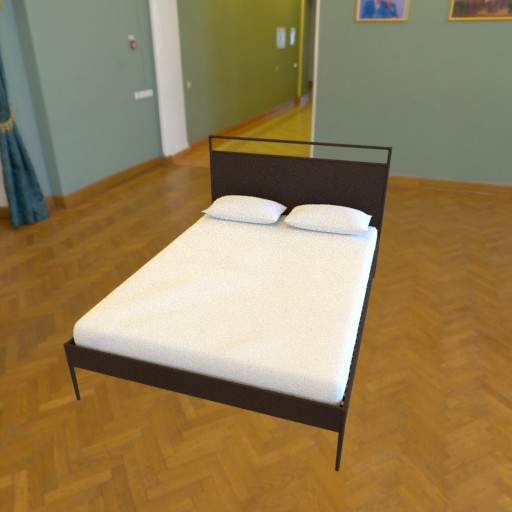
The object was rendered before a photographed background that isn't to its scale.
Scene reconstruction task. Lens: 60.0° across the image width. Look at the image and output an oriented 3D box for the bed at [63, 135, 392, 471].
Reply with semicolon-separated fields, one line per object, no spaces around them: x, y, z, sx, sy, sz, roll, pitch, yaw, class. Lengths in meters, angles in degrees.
0.000;0.000;3.075;1.572;1.173;2.122;8;27;16;bed
